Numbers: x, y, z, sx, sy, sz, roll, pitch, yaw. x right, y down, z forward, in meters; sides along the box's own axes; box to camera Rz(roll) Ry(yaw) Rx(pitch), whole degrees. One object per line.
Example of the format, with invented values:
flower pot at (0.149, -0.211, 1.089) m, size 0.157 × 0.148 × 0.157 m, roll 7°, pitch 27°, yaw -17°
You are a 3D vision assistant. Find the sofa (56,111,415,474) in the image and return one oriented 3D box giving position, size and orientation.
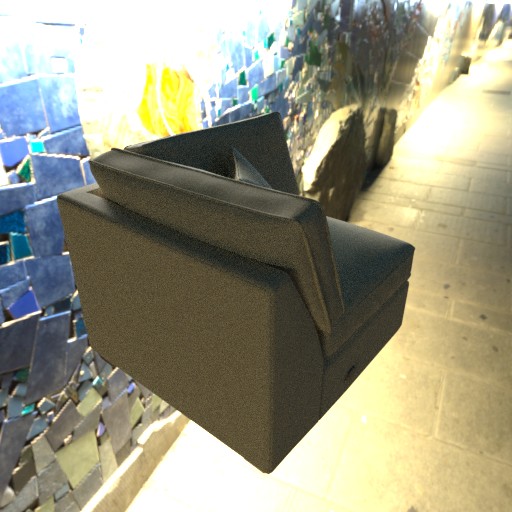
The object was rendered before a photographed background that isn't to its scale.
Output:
sofa at (0.000, 0.000, 1.945) m, size 1.084 × 1.002 × 1.146 m, roll 22°, pitch 35°, yaw 34°
